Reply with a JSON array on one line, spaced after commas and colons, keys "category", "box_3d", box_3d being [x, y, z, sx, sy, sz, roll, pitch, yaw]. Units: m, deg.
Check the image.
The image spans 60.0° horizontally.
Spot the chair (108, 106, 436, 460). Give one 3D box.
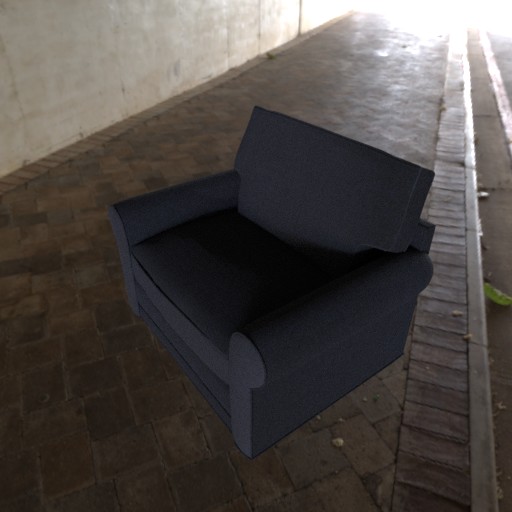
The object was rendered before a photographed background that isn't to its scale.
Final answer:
[{"category": "chair", "box_3d": [0.000, 0.000, 2.032, 0.963, 1.044, 1.285, -22, 40, -30]}]
